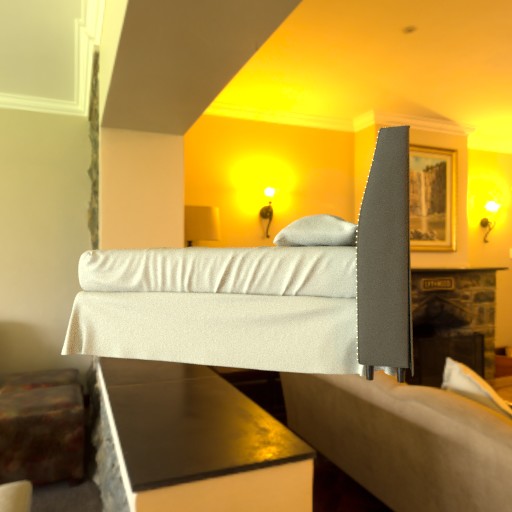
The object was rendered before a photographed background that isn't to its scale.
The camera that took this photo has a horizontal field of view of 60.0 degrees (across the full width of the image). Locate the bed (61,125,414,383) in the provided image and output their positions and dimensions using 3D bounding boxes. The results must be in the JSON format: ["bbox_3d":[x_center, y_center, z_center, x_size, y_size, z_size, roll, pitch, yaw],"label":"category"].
[{"bbox_3d":[0.000,0.000,3.468,2.276,1.332,1.925,0,-1,18],"label":"bed"}]
